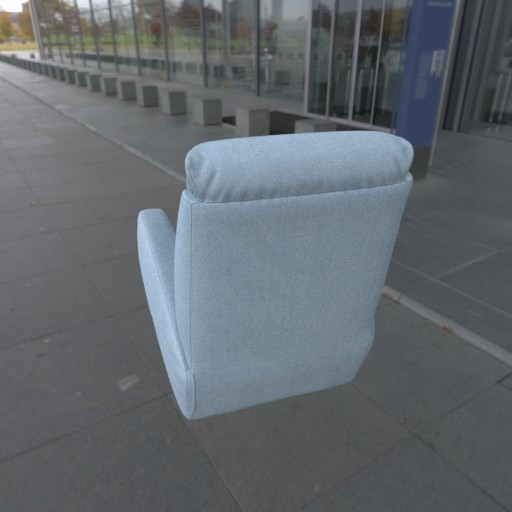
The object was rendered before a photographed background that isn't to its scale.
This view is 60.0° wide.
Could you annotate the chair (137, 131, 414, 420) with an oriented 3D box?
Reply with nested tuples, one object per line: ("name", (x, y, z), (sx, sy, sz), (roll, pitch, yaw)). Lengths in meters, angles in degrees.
("chair", (0.000, 0.000, 1.643), (0.812, 1.013, 0.940), (-8, 27, -16))
